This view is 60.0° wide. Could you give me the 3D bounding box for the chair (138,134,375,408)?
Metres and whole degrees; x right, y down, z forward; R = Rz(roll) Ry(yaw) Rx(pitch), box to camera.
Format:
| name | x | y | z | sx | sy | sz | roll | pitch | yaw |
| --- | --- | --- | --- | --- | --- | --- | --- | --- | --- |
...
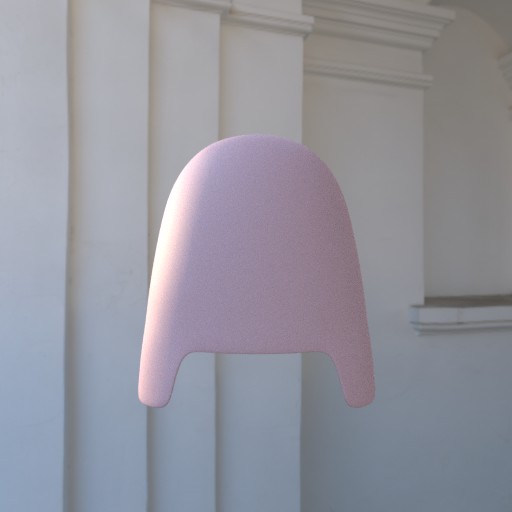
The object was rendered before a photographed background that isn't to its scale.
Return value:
| name | x | y | z | sx | sy | sz | roll | pitch | yaw |
| --- | --- | --- | --- | --- | --- | --- | --- | --- | --- |
| chair | 0.000 | 0.000 | 0.869 | 0.364 | 0.423 | 0.619 | 0 | -2 | 0 |
